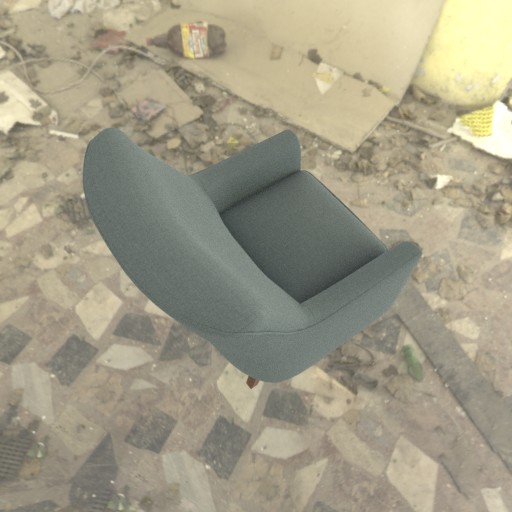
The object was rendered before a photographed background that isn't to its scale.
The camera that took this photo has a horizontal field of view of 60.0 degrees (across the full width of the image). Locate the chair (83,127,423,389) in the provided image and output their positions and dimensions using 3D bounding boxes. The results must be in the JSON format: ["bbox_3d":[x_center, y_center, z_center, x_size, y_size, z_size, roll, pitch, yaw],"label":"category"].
[{"bbox_3d":[0.000,0.000,1.577,0.879,0.916,0.756,-31,62,-18],"label":"chair"}]
